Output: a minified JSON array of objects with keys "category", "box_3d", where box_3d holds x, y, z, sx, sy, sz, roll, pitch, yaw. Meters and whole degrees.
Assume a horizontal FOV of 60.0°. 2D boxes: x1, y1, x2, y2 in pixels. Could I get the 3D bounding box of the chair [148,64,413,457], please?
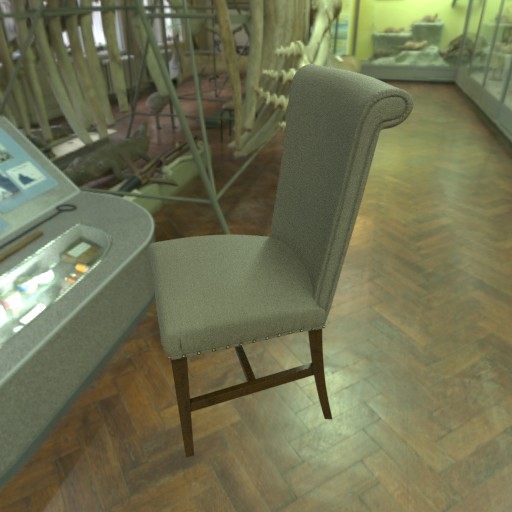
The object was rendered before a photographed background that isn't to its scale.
[{"category":"chair","box_3d":[0.000,0.000,1.310,0.608,0.988,0.513,-8,30,-14]}]
